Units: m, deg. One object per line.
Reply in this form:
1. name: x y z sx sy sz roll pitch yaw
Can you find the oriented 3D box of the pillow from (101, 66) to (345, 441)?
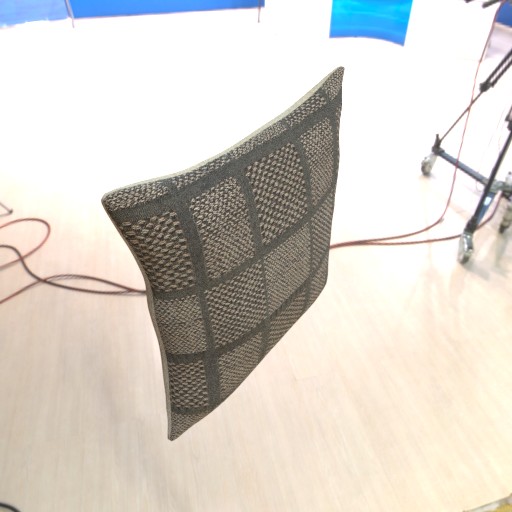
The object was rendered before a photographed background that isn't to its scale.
1. pillow: 0.000 0.000 0.652 0.138 0.432 0.435 26 48 27
